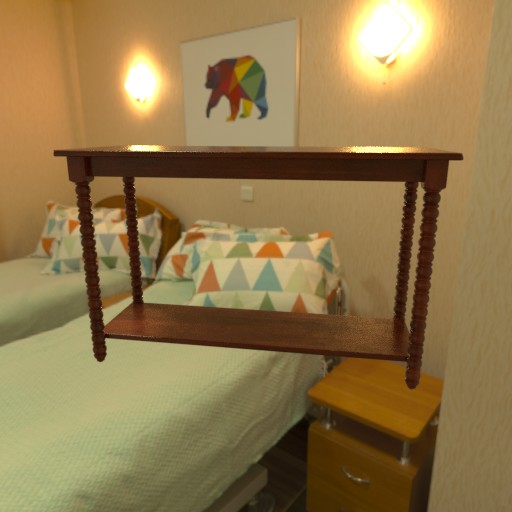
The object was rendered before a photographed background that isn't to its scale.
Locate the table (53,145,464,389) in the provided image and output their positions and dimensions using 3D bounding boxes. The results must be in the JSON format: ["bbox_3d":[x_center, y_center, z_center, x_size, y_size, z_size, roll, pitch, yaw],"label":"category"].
[{"bbox_3d":[0.000,0.000,1.569,1.184,0.740,0.459,3,16,9],"label":"table"}]
